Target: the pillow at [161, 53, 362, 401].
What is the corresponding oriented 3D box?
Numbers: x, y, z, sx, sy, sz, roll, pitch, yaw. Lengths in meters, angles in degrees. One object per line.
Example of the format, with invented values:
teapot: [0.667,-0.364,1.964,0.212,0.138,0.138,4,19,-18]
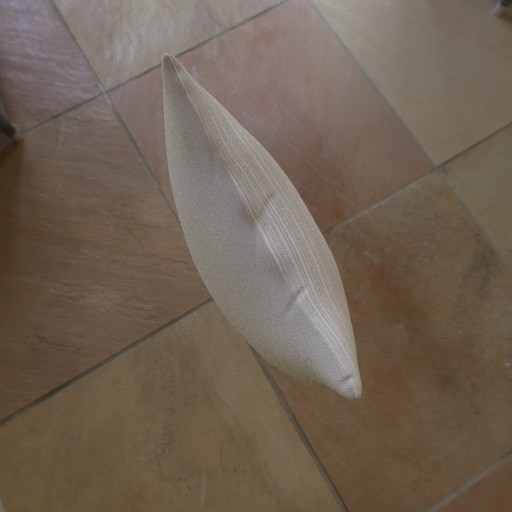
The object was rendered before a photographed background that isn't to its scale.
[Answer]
pillow: [0.000,0.000,0.783,0.204,0.497,0.512,-27,78,-6]
